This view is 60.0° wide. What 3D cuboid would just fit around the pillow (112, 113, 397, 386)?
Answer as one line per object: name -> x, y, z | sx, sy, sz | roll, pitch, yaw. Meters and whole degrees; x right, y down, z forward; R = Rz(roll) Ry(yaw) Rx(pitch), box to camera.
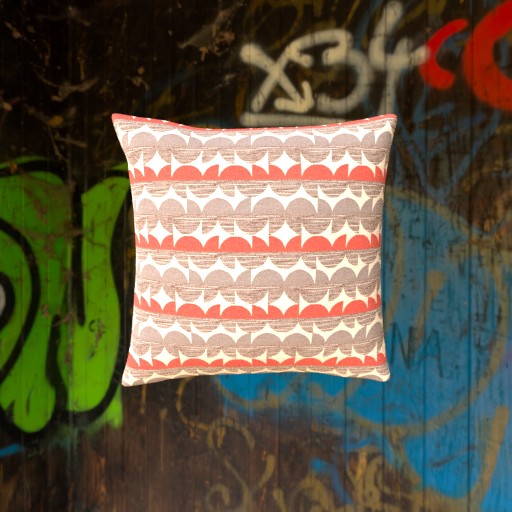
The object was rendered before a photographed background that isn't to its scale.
pillow -> 0.000, 0.000, 0.665 | 0.420, 0.410, 0.180 | 0, 1, 0
